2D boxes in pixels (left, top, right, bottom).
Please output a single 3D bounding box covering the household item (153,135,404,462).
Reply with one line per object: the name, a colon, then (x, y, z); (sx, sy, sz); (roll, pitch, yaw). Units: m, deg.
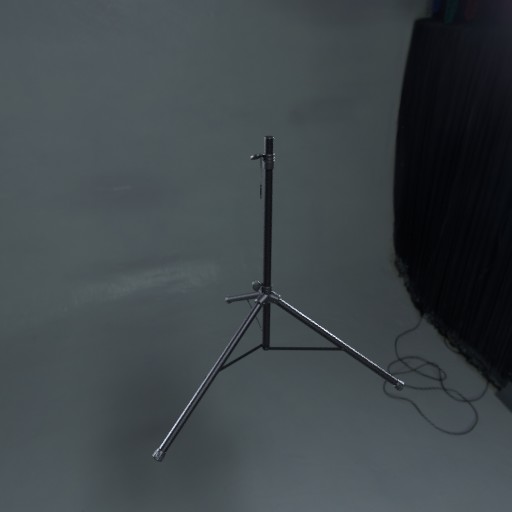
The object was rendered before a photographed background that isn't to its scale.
household item: (0.000, 0.000, 2.752); (1.596, 1.595, 1.339); (-9, 31, -16)
